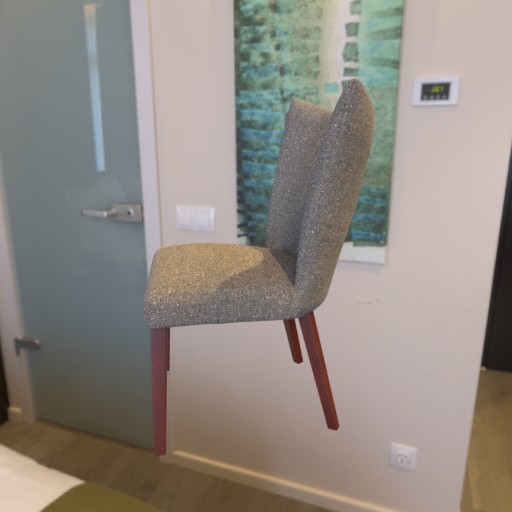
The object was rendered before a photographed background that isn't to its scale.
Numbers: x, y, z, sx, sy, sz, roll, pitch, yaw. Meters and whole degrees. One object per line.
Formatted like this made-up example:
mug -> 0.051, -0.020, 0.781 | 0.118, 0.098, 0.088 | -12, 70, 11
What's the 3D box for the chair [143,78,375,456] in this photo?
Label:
chair -> 0.000, 0.000, 1.303 | 0.623, 0.924, 0.535 | -2, 15, -9
